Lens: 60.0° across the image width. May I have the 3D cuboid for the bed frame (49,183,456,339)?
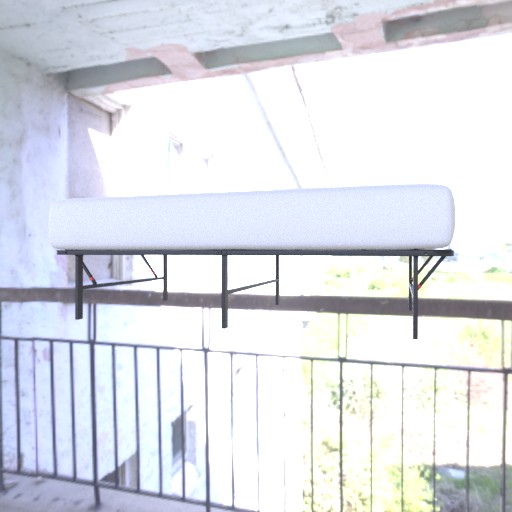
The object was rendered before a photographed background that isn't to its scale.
[{"bbox_3d":[0.000,0.000,2.422,1.908,0.640,1.025,0,1,18],"label":"bed frame"}]
